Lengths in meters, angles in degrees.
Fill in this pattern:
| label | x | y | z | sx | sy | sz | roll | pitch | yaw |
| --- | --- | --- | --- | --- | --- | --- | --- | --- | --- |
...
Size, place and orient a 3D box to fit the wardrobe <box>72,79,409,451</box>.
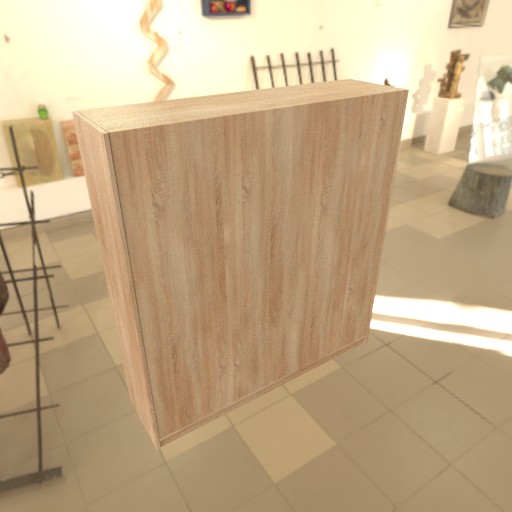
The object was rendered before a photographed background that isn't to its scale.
| label | x | y | z | sx | sy | sz | roll | pitch | yaw |
| --- | --- | --- | --- | --- | --- | --- | --- | --- | --- |
| wardrobe | 0.000 | 0.000 | 3.170 | 1.998 | 2.159 | 0.598 | -18 | 35 | -29 |
